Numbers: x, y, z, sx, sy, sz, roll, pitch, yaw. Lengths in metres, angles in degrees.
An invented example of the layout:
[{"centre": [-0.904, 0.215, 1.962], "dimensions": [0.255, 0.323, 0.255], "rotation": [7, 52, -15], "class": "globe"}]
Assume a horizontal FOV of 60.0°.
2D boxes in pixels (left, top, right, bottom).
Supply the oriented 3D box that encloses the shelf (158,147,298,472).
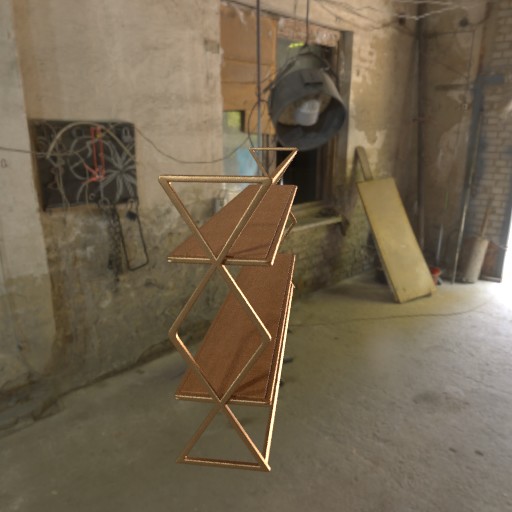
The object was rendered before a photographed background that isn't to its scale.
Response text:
[{"centre": [0.000, 0.000, 1.018], "dimensions": [0.150, 0.450, 0.822], "rotation": [2, 16, 7], "class": "shelf"}]
